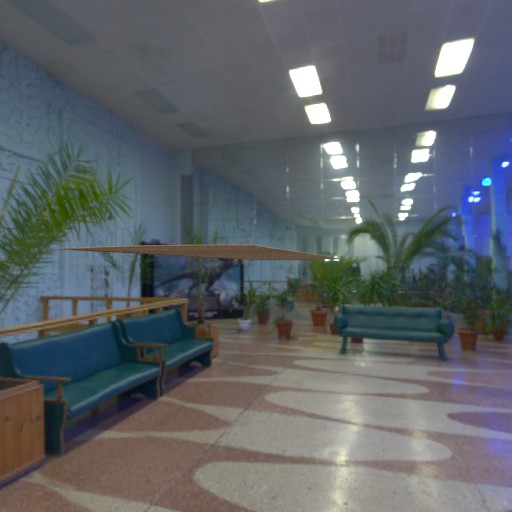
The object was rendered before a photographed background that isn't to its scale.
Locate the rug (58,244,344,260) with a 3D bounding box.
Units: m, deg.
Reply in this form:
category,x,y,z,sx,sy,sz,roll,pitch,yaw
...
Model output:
category,x,y,z,sx,sy,sz,roll,pitch,yaw
rug,0.000,0.000,2.731,0.799,0.010,2.444,-1,-2,18
